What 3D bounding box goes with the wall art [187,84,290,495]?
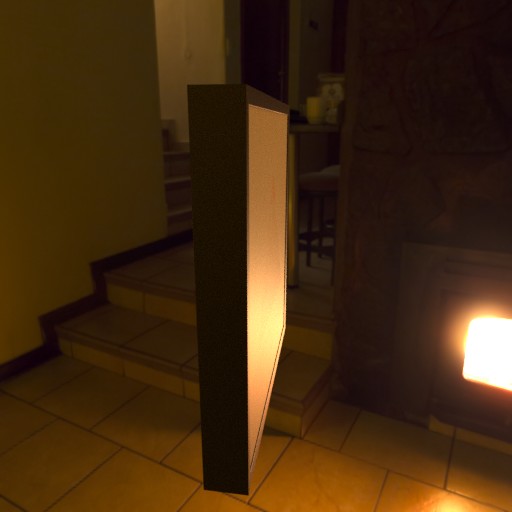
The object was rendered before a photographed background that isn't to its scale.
[{"bbox_3d":[0.000,0.000,0.452,0.037,0.303,0.304,3,17,9],"label":"wall art"}]
